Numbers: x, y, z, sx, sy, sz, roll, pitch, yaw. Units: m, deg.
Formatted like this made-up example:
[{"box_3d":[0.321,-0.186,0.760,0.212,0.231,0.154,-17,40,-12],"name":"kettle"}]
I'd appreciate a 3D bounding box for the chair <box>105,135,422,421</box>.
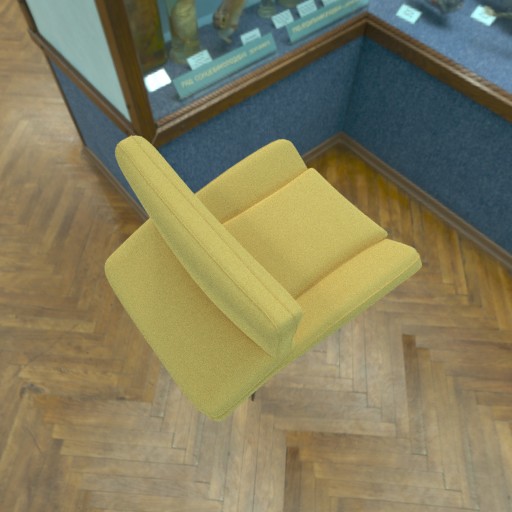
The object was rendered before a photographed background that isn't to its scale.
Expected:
[{"box_3d":[0.000,0.000,1.704,1.008,0.855,0.859,-34,64,-19],"name":"chair"}]
